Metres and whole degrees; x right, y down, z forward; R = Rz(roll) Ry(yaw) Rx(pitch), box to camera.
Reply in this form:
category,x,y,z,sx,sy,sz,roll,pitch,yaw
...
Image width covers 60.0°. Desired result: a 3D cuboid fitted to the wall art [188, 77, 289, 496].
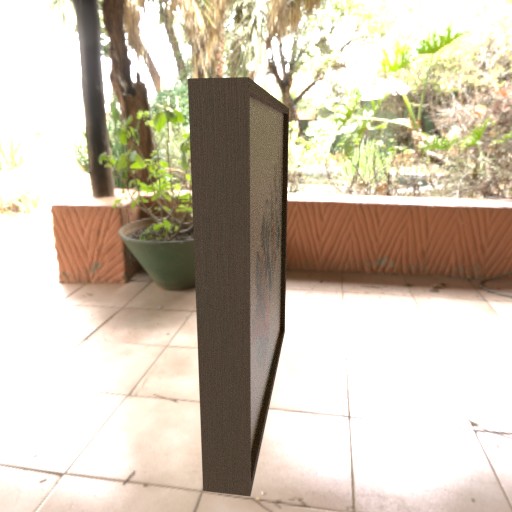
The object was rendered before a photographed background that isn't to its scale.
category,x,y,z,sx,sy,sz,roll,pitch,yaw
wall art,0.000,0.000,0.452,0.038,0.303,0.304,2,15,8
